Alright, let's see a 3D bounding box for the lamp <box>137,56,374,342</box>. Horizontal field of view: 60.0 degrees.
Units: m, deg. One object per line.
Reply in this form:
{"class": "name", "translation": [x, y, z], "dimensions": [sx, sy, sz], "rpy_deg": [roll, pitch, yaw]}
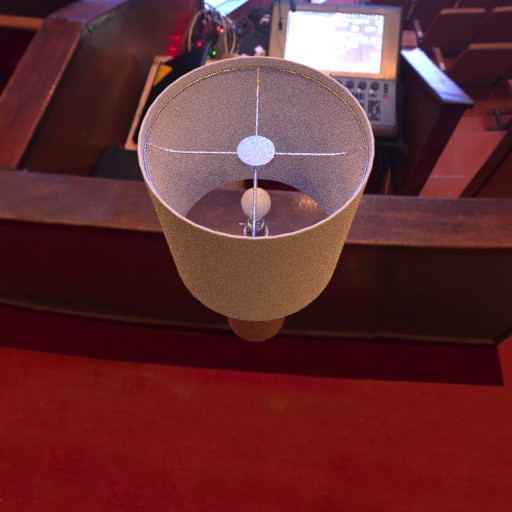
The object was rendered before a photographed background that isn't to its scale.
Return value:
{"class": "lamp", "translation": [0.000, 0.000, 0.593], "dimensions": [0.207, 0.461, 0.207], "rpy_deg": [1, 63, 1]}
